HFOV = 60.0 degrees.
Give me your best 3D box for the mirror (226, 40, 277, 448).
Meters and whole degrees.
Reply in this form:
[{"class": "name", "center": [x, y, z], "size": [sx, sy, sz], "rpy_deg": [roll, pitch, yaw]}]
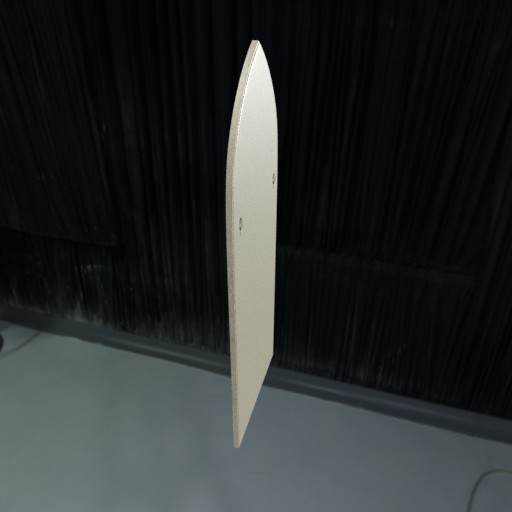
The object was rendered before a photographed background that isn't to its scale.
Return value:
[{"class": "mirror", "center": [0.000, 0.000, 1.341], "size": [0.025, 1.175, 0.464], "rpy_deg": [8, 30, 14]}]
